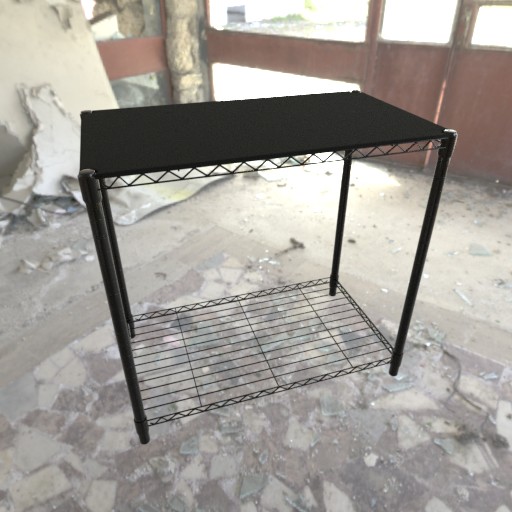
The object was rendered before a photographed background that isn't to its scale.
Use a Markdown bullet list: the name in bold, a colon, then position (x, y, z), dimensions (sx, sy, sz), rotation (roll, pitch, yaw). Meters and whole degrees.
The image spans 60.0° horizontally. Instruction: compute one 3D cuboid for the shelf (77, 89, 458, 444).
- **shelf**: position (0.000, 0.000, 0.926), dimensions (0.589, 0.564, 0.338), rotation (-10, 34, -15)
